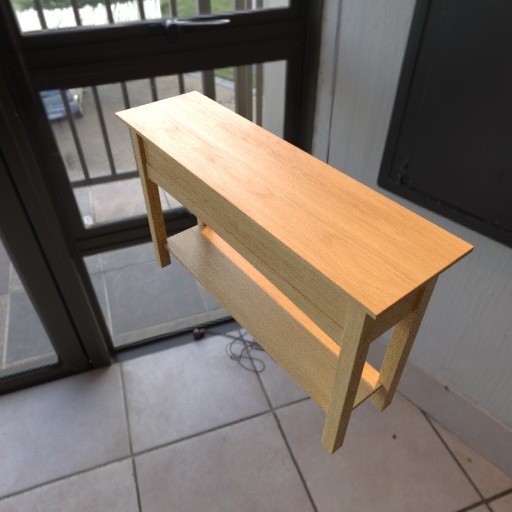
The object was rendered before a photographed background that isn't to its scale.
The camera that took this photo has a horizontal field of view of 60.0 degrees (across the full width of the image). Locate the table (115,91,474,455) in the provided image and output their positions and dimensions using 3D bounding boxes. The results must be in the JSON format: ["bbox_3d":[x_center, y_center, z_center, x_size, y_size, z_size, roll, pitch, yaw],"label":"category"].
[{"bbox_3d":[0.000,0.000,1.578,0.350,0.730,1.240,-27,48,-27],"label":"table"}]
